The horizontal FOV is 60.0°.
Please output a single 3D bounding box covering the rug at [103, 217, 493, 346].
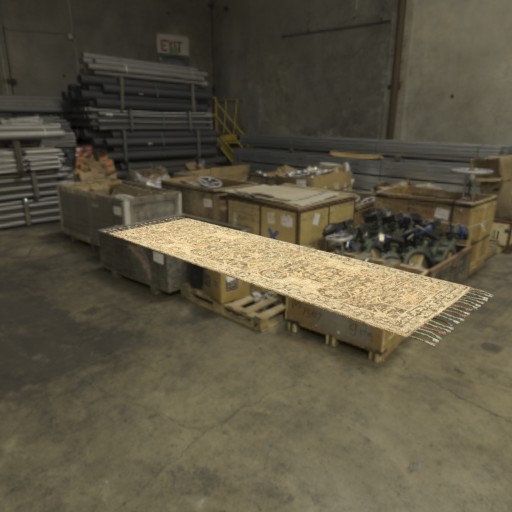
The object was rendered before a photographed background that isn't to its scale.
[{"bbox_3d":[0.000,0.000,2.880,2.664,0.011,0.762,16,23,42],"label":"rug"}]
